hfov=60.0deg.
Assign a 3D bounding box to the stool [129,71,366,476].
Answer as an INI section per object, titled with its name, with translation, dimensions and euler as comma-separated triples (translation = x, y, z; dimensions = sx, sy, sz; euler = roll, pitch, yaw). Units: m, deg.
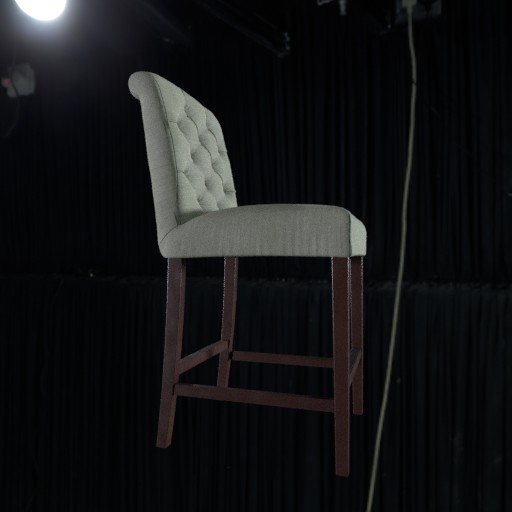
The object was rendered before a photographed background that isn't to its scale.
[stool]
translation = 0.000, 0.000, 1.405
dimensions = 0.660, 1.084, 0.486
euler = 0, 0, 18
